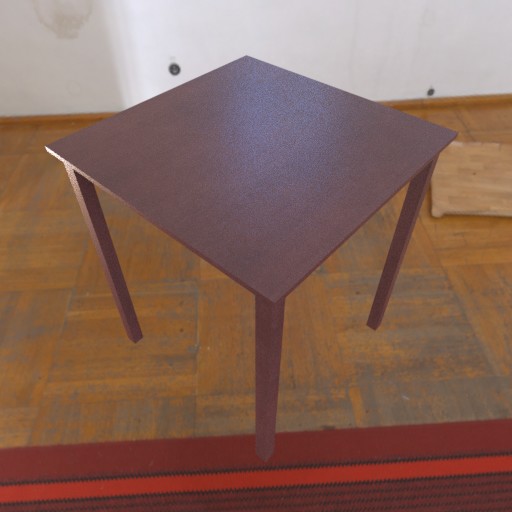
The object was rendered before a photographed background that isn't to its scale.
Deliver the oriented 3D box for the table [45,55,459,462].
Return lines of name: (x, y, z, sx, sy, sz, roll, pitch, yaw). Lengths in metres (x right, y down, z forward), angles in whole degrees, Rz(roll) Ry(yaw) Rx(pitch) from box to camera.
table: (0.000, 0.000, 1.658, 0.861, 0.991, 0.861, 32, 54, 27)
